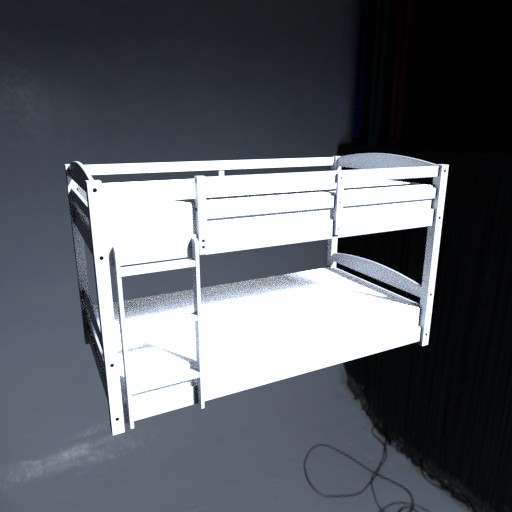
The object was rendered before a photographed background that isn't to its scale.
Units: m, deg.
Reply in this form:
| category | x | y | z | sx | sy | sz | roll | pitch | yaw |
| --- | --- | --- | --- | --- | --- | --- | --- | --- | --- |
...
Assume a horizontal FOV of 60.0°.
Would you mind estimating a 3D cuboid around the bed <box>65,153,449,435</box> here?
| category | x | y | z | sx | sy | sz | roll | pitch | yaw |
| --- | --- | --- | --- | --- | --- | --- | --- | --- | --- |
| bed | 0.000 | 0.000 | 2.766 | 2.013 | 1.206 | 1.105 | -8 | 18 | -26 |
